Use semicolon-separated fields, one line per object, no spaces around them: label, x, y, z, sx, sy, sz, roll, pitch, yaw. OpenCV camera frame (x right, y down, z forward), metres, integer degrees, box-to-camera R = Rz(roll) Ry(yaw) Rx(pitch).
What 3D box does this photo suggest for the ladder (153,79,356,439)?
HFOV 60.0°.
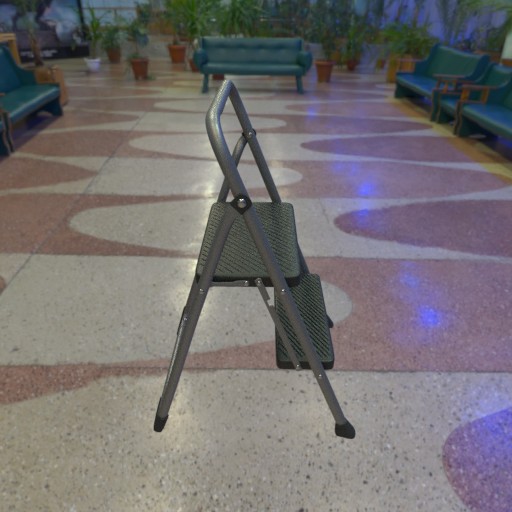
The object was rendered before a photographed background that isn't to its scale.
ladder;0.000;0.000;1.022;0.472;0.720;0.430;1;31;1
